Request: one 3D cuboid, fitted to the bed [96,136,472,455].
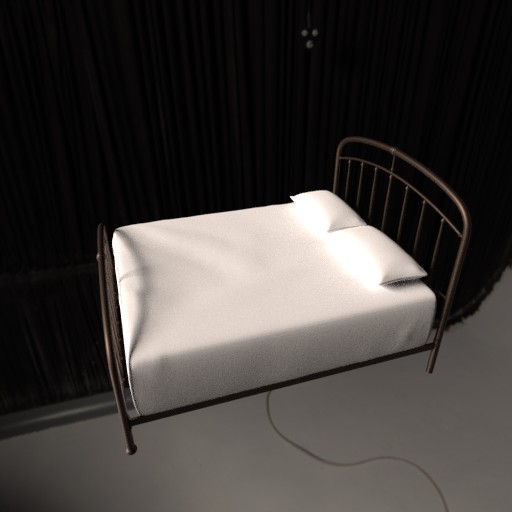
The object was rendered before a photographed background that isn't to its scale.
[{"bbox_3d":[0.000,0.000,3.258,2.180,1.425,1.711,-9,32,-16],"label":"bed"}]
